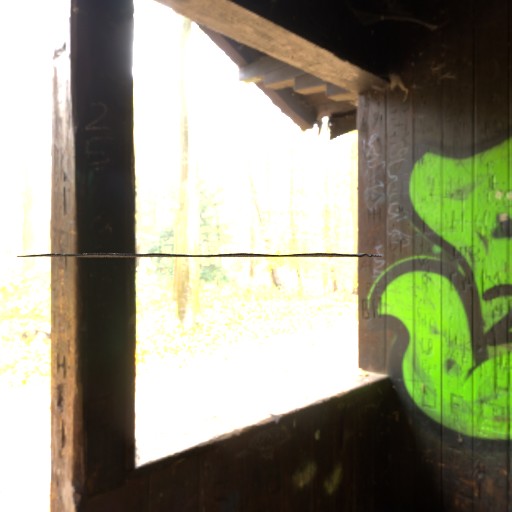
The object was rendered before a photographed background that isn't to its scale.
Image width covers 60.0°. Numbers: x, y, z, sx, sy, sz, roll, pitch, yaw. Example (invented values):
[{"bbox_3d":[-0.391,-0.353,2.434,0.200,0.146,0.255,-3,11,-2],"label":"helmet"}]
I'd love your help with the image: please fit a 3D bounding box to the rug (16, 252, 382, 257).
[{"bbox_3d":[0.000,0.000,2.960,1.529,0.017,2.448,0,0,18],"label":"rug"}]
